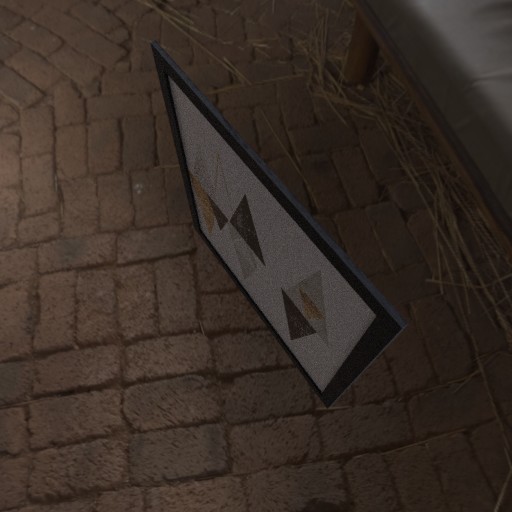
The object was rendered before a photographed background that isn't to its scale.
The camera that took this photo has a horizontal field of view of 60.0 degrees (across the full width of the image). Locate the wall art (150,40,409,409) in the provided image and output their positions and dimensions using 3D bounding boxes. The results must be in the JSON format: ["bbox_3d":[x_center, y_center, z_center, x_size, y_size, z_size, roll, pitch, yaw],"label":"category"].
[{"bbox_3d":[0.000,0.000,1.219,0.013,0.823,0.823,-32,67,-15],"label":"wall art"}]
